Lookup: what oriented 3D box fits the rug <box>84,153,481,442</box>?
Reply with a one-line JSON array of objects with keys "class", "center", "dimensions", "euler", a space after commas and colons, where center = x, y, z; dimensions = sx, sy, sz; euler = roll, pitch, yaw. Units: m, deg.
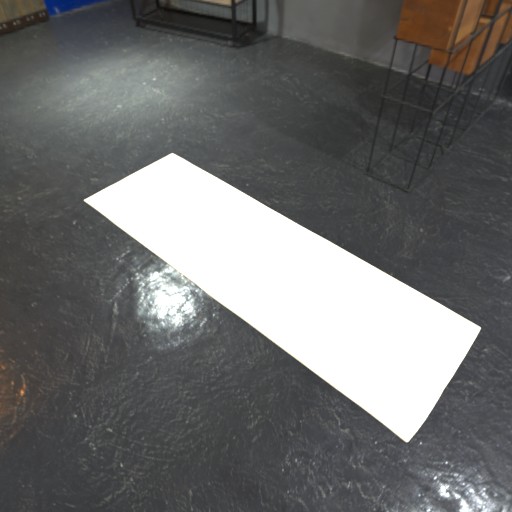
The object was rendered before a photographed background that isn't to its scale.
[{"class": "rug", "center": [0.000, 0.000, 2.648], "dimensions": [2.450, 0.014, 0.793], "euler": [33, 54, 28]}]
